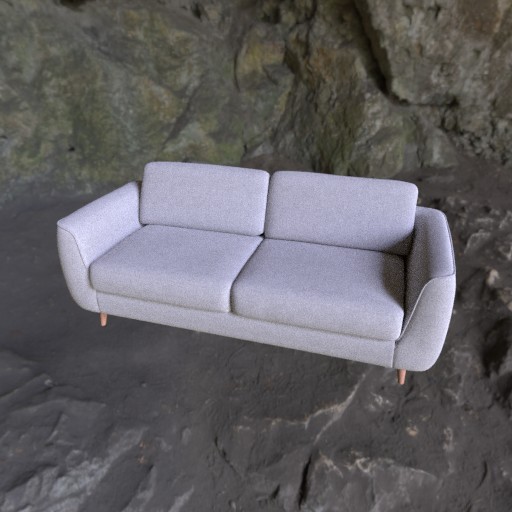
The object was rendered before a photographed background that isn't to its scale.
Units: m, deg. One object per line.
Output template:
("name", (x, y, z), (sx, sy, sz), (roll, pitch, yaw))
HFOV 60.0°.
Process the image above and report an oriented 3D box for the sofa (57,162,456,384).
("sofa", (0.000, 0.000, 2.484), (2.000, 0.850, 0.920), (8, 27, 15))
